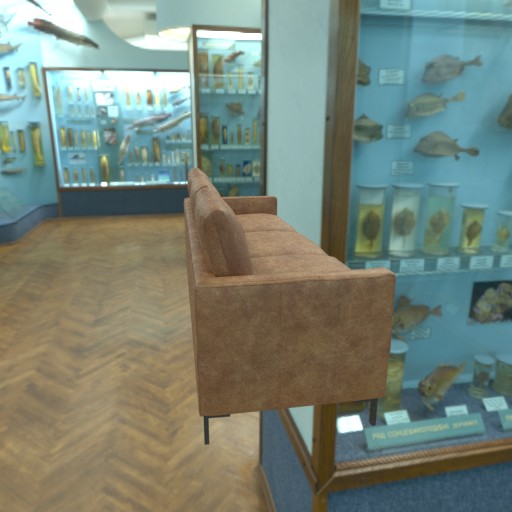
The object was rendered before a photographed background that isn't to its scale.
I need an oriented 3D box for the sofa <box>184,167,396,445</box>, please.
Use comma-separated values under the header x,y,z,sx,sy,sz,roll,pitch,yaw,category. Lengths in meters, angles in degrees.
x,y,z,sx,sy,sz,roll,pitch,yaw,category
0.000,0.000,2.470,0.748,0.863,2.029,-3,16,-10,sofa
